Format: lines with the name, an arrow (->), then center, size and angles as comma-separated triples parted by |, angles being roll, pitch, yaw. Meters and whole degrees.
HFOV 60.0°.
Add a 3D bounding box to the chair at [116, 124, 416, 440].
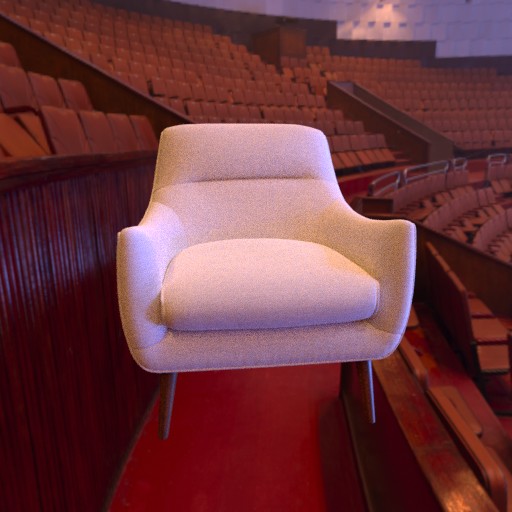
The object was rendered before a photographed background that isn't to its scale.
chair -> 0.000, 0.000, 1.446 | 0.762, 0.838, 0.787 | -2, 16, -7
